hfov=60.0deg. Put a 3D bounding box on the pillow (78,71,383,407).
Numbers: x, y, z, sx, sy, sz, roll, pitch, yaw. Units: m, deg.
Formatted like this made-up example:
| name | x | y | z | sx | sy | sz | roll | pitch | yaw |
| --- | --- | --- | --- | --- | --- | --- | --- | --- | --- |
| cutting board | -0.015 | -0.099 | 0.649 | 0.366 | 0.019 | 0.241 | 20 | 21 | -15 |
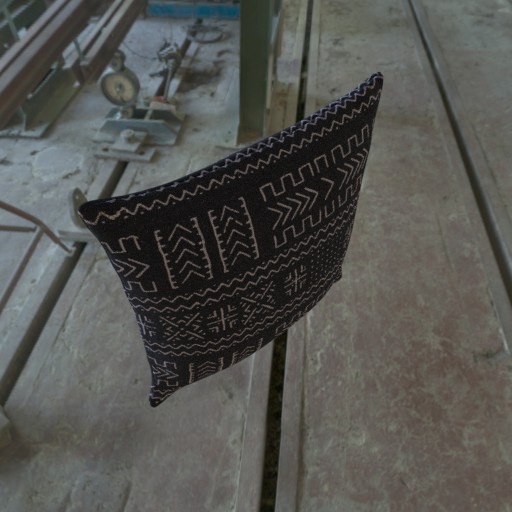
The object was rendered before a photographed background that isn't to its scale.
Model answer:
| name | x | y | z | sx | sy | sz | roll | pitch | yaw |
| --- | --- | --- | --- | --- | --- | --- | --- | --- | --- |
| pillow | 0.000 | 0.000 | 0.655 | 0.438 | 0.430 | 0.164 | -31 | 55 | -25 |
